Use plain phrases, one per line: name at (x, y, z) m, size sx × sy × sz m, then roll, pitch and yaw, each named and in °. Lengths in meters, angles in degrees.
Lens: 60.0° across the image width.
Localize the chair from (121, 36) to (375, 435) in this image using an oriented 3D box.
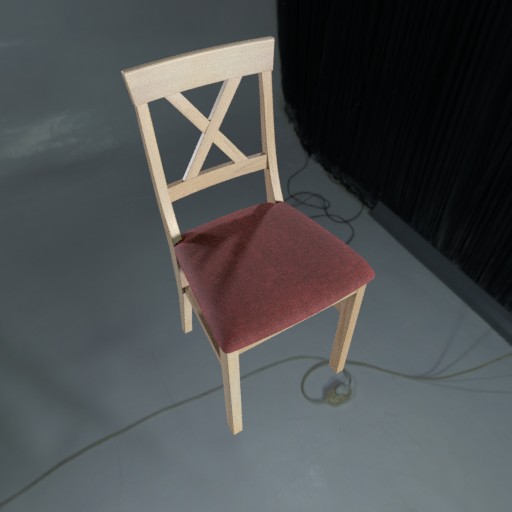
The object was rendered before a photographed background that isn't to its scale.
chair at (0.000, 0.000, 1.182) m, size 0.439 × 0.912 × 0.492 m, roll -24°, pitch 50°, yaw -21°
